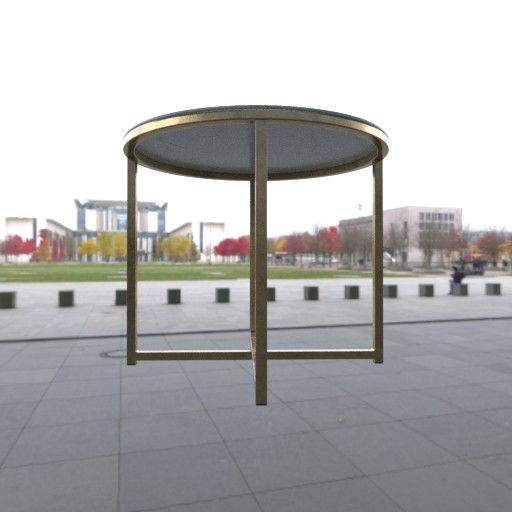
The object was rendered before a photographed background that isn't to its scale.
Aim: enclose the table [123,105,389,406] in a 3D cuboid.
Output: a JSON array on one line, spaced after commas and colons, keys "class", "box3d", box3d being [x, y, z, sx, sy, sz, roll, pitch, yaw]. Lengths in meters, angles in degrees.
[{"class": "table", "box3d": [0.000, 0.000, 0.867, 0.500, 0.420, 0.500, 0, 0, 0]}]
